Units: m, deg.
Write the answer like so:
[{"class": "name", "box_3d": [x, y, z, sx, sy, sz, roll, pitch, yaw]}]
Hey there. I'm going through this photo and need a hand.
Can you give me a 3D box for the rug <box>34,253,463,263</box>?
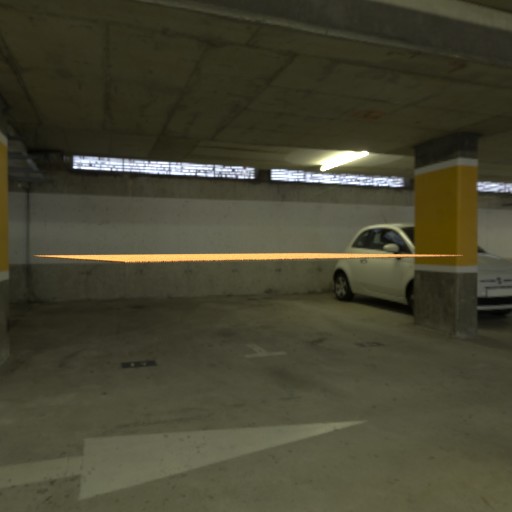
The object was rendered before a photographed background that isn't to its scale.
[{"class": "rug", "box_3d": [0.000, 0.000, 2.148, 1.747, 0.006, 1.143, -1, 1, -37]}]
